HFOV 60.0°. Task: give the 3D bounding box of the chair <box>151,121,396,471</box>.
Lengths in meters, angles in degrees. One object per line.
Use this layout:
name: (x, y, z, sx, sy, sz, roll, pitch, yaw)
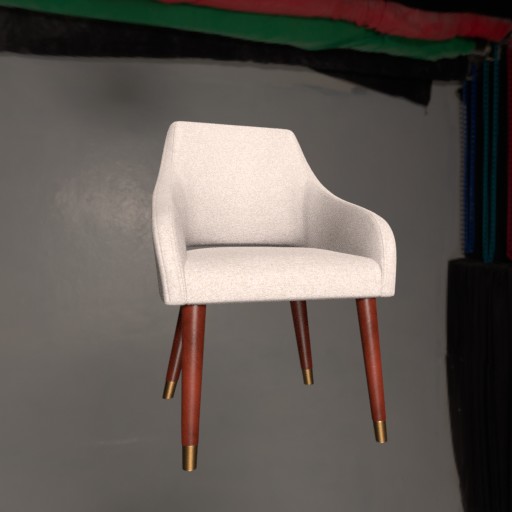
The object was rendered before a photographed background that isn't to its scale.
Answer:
chair: (0.000, 0.000, 1.278, 0.609, 0.889, 0.600, -1, 2, -17)
